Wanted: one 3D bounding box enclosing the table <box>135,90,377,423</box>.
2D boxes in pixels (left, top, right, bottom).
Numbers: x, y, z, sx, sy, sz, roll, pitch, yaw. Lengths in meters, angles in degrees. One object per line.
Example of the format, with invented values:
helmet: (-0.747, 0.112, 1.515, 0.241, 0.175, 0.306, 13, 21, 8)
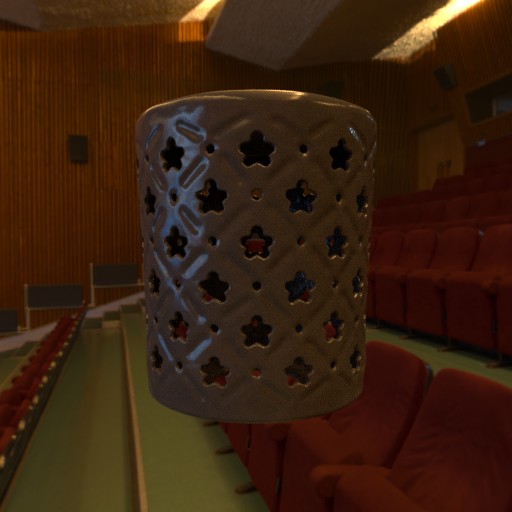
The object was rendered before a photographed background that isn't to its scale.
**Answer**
table: (0.000, 0.000, 0.667, 0.352, 0.387, 0.352, 0, 1, 0)
